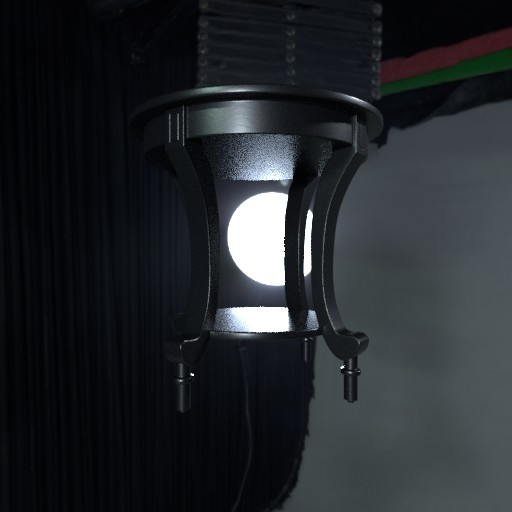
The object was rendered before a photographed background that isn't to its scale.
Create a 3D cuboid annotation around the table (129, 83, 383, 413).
[{"bbox_3d":[0.000,0.000,1.084,0.597,0.618,0.597,0,1,0],"label":"table"}]
